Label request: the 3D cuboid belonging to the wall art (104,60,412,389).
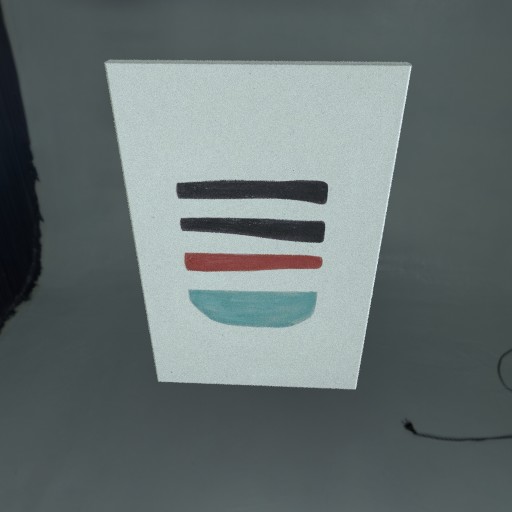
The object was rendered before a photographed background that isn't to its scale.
[{"bbox_3d":[0.000,0.000,1.127,0.607,0.912,0.038,2,32,2],"label":"wall art"}]
